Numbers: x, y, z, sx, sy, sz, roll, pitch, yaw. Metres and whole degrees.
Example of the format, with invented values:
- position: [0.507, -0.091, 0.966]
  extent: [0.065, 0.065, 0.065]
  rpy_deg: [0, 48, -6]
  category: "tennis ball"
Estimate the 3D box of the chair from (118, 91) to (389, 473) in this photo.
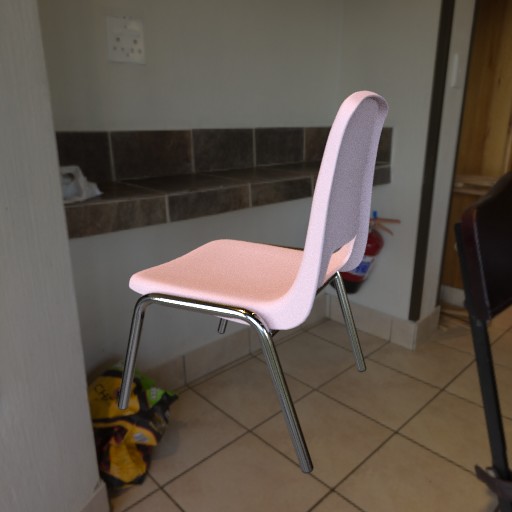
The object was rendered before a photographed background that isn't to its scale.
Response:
- position: [0.000, 0.000, 0.784]
  extent: [0.385, 0.536, 0.354]
  rpy_deg: [9, 19, 26]
  category: "chair"
